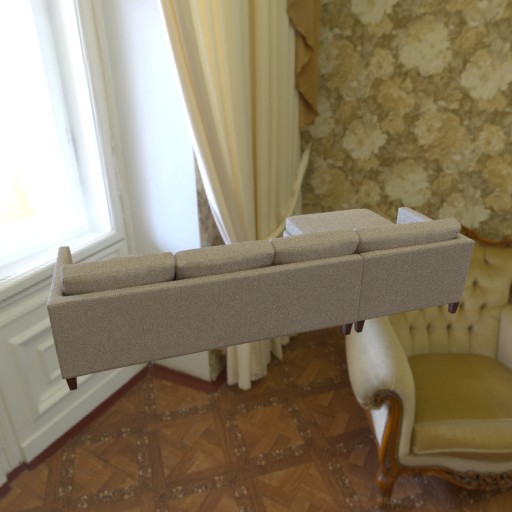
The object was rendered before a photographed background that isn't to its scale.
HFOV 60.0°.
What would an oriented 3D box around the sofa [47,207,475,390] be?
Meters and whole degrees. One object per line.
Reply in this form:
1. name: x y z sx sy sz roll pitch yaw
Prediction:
1. sofa: 0.000 0.000 3.893 3.186 0.846 1.625 -8 26 -16
